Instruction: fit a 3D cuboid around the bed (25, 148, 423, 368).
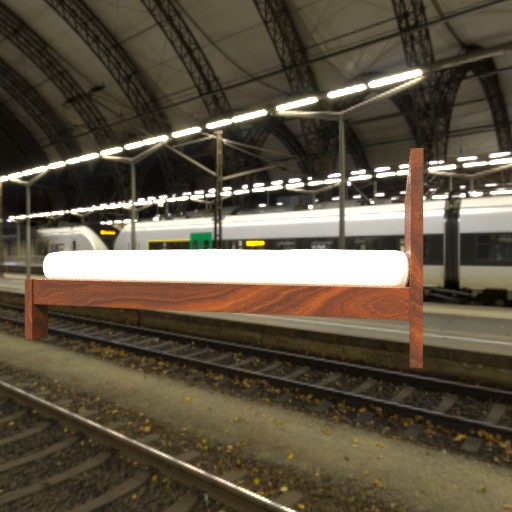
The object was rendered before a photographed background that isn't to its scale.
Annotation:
[{"bbox_3d":[0.000,0.000,3.007,2.030,0.890,1.905,0,0,18],"label":"bed"}]
